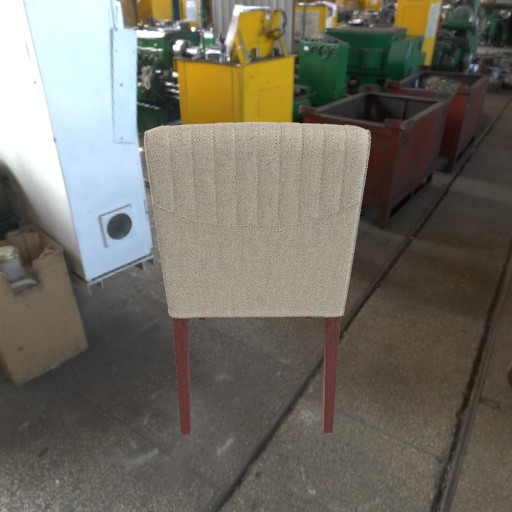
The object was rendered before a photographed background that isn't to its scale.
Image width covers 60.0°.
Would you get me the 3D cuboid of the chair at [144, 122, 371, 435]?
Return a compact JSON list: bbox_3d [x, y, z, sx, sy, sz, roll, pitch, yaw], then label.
[{"bbox_3d":[0.000,0.000,1.278,0.480,0.900,0.594,0,31,-1],"label":"chair"}]
